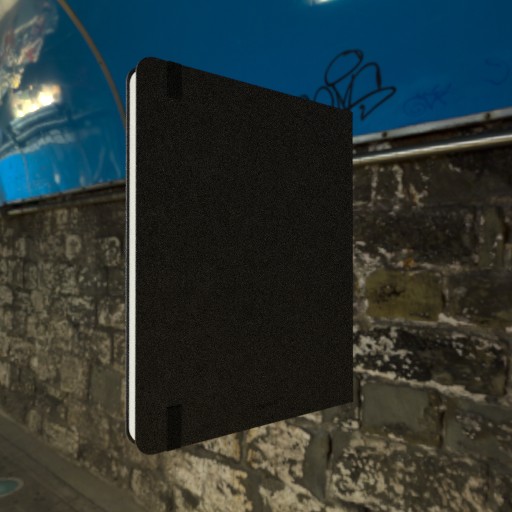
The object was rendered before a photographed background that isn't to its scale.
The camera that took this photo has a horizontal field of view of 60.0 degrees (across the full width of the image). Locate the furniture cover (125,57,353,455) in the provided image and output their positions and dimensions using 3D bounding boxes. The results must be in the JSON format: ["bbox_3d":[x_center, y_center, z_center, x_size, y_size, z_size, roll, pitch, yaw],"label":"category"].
[{"bbox_3d":[0.000,0.000,0.375,0.216,0.281,0.023,0,-1,-35],"label":"furniture cover"}]
